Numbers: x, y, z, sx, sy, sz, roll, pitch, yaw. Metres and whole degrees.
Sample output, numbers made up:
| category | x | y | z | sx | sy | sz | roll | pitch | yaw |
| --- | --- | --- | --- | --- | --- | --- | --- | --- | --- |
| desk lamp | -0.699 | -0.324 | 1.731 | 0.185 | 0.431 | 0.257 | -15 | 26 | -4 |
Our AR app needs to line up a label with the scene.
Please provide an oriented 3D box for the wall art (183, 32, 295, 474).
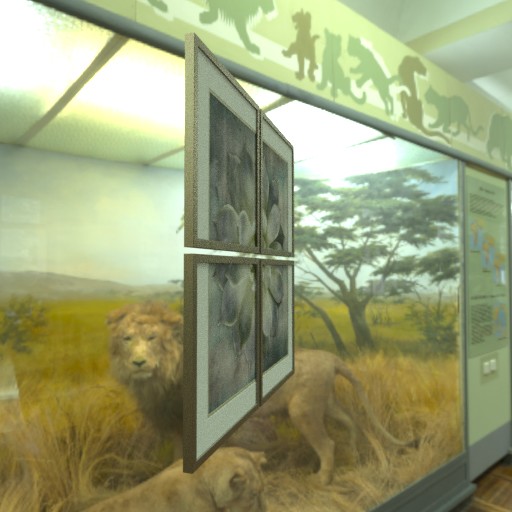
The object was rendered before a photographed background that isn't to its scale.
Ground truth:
| category | x | y | z | sx | sy | sz | roll | pitch | yaw |
| --- | --- | --- | --- | --- | --- | --- | --- | --- | --- |
| wall art | 0.000 | 0.000 | 1.528 | 0.030 | 1.032 | 1.032 | 0 | -2 | 18 |
